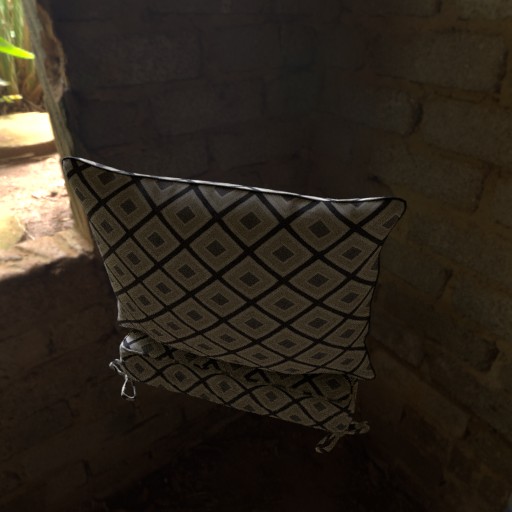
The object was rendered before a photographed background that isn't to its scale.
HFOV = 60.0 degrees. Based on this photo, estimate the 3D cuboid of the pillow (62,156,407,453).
[{"bbox_3d":[0.000,0.000,1.330,0.798,0.722,0.733,9,32,15],"label":"pillow"}]
